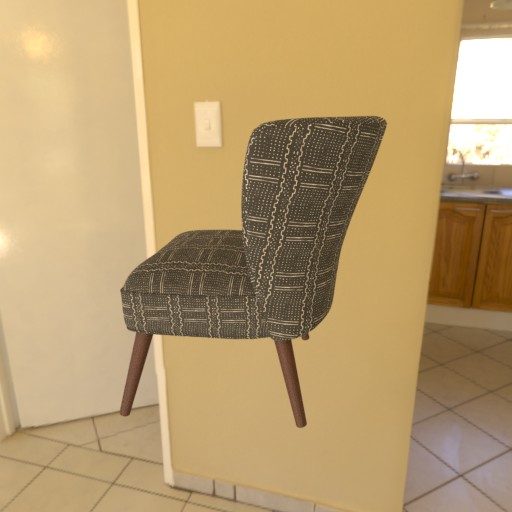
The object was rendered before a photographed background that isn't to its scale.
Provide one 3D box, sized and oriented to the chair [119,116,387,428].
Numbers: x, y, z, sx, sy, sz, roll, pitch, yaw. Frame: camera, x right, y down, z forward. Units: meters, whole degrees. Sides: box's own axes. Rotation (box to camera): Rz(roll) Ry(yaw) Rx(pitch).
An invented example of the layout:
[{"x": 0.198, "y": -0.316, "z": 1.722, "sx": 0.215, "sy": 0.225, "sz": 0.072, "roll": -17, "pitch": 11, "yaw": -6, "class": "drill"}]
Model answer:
[{"x": 0.000, "y": 0.000, "z": 1.441, "sx": 0.758, "sy": 0.866, "sz": 0.710, "roll": 2, "pitch": 17, "yaw": 7, "class": "chair"}]
